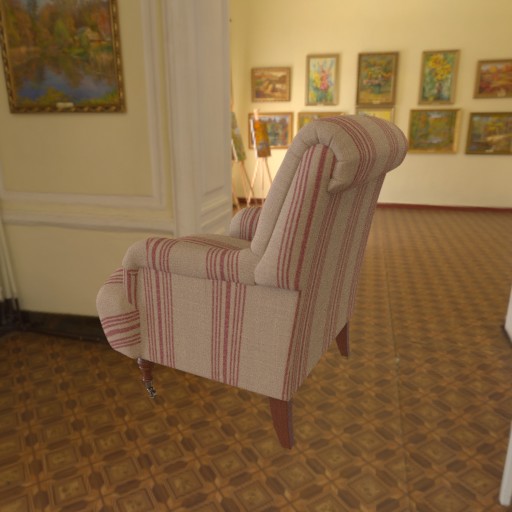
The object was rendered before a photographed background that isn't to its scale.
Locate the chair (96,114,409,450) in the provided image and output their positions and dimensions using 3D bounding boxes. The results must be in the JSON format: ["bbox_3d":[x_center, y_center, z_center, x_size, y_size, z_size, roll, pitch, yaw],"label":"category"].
[{"bbox_3d":[0.000,0.000,1.863,1.058,1.123,0.933,8,18,26],"label":"chair"}]
